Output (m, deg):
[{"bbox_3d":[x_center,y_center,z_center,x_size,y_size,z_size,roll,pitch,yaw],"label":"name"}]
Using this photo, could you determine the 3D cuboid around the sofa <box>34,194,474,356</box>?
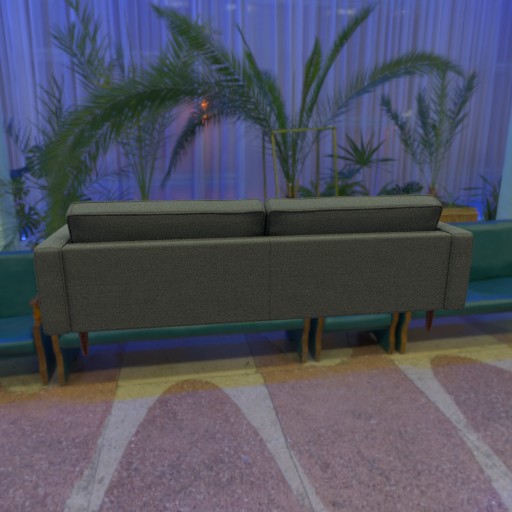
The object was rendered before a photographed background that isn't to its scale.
[{"bbox_3d":[0.000,0.000,2.639,2.198,0.762,0.914,-2,15,-9],"label":"sofa"}]
